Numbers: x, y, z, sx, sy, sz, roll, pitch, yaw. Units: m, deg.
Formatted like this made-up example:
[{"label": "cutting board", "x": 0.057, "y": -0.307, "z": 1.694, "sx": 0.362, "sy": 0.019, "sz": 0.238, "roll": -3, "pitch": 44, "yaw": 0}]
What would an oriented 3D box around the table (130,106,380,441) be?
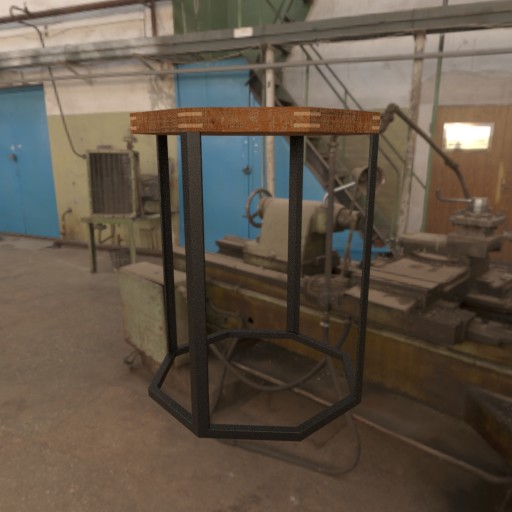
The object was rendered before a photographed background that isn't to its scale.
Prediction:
[{"label": "table", "x": 0.000, "y": 0.000, "z": 0.898, "sx": 0.458, "sy": 0.543, "sz": 0.458, "roll": 7, "pitch": 16, "yaw": 25}]
